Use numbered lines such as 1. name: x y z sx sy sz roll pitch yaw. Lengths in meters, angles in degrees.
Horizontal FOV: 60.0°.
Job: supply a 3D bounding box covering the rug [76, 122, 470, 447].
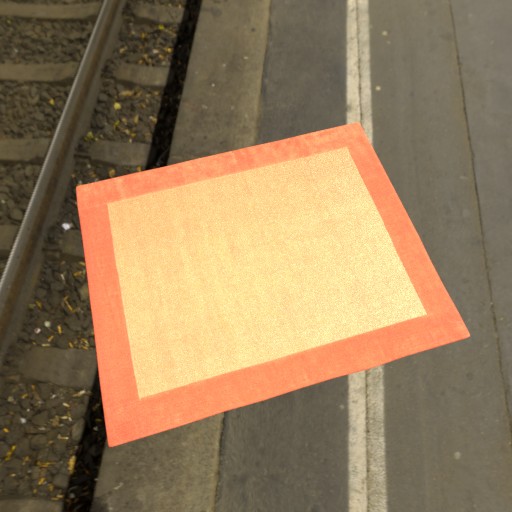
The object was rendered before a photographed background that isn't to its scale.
1. rug: 0.000 0.000 3.971 2.976 0.018 2.430 -15 64 -7
